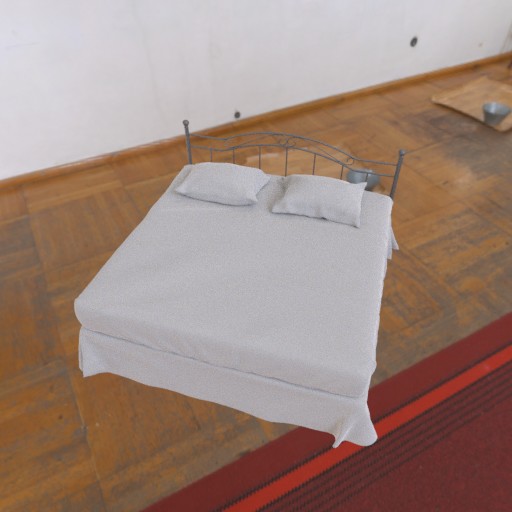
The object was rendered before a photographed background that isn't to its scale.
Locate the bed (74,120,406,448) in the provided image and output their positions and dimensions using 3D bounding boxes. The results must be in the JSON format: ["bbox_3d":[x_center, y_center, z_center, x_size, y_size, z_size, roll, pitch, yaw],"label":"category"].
[{"bbox_3d":[0.000,0.000,3.524,2.309,1.080,2.220,11,43,12],"label":"bed"}]
